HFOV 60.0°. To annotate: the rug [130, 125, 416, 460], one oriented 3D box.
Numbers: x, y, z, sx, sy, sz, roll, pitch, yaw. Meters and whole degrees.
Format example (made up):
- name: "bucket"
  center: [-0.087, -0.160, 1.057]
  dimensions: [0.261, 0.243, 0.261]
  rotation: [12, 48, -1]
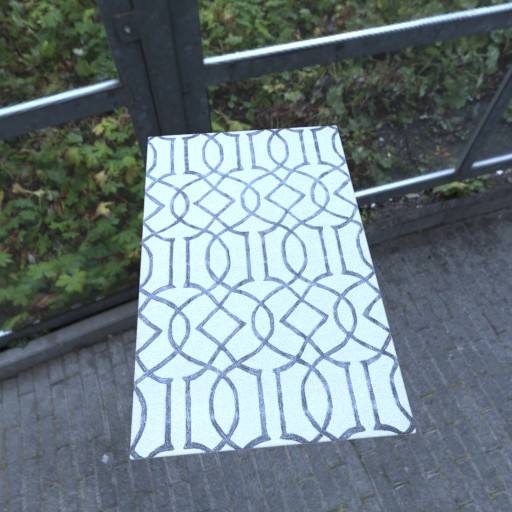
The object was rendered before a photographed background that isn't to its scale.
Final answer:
- name: "rug"
  center: [0.000, 0.000, 2.952]
  dimensions: [1.521, 0.017, 2.365]
  rotation: [-4, 59, -3]
